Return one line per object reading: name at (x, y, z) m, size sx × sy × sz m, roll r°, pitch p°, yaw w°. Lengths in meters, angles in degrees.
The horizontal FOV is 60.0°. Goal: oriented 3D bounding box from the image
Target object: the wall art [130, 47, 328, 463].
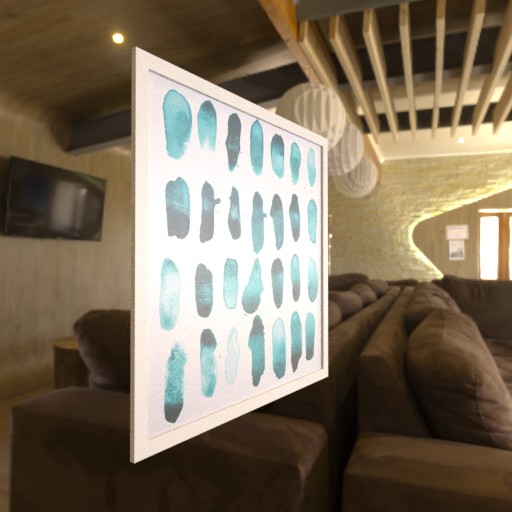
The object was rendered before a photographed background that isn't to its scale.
wall art at (0.000, 0.000, 0.821) m, size 0.009 × 0.559 × 0.558 m, roll -1°, pitch -1°, yaw 36°
